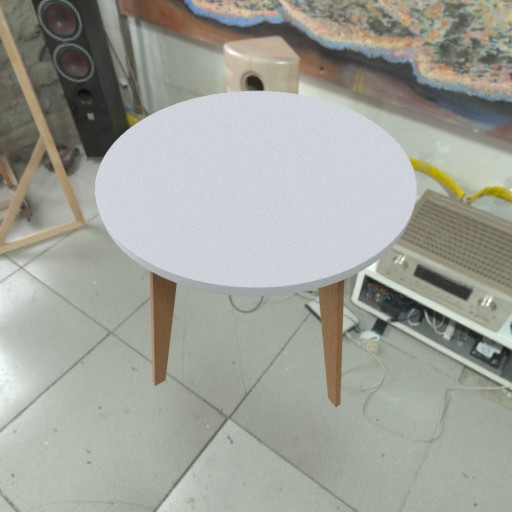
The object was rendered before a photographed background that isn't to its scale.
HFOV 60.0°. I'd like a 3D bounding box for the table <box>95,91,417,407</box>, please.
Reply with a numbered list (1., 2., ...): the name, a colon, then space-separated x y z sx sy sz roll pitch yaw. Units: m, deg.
1. table: 0.000 0.000 1.549 0.896 0.762 0.896 0 47 0
